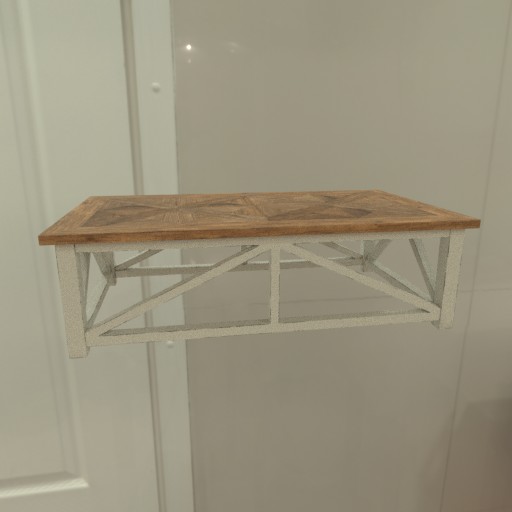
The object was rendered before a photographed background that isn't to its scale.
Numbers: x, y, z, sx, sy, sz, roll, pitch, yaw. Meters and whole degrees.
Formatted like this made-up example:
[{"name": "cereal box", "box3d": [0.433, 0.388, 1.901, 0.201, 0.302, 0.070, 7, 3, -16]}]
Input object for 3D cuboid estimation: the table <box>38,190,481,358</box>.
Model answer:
[{"name": "table", "box3d": [0.000, 0.000, 1.812, 1.400, 0.410, 0.800, -3, 16, -9]}]
